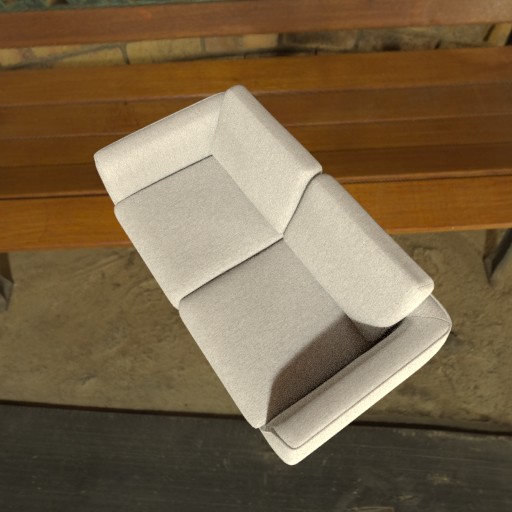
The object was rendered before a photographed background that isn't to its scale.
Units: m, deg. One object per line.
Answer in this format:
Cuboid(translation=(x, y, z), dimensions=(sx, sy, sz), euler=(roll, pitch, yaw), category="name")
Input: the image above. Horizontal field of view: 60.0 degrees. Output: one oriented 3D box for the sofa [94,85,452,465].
Cuboid(translation=(0.000, 0.000, 2.165), dimensions=(0.920, 0.850, 1.700), euler=(-31, 66, -16), category="sofa")
